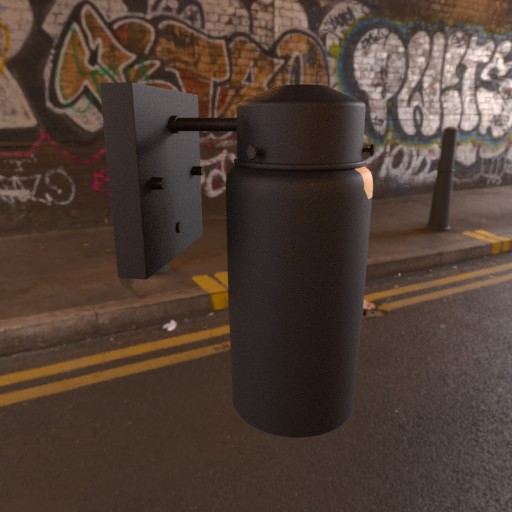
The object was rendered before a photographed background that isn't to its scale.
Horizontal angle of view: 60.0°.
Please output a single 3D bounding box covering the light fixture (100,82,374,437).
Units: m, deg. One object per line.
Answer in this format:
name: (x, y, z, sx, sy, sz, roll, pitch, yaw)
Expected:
light fixture: (0.000, 0.000, 0.360, 0.176, 0.257, 0.130, 3, 17, 11)
